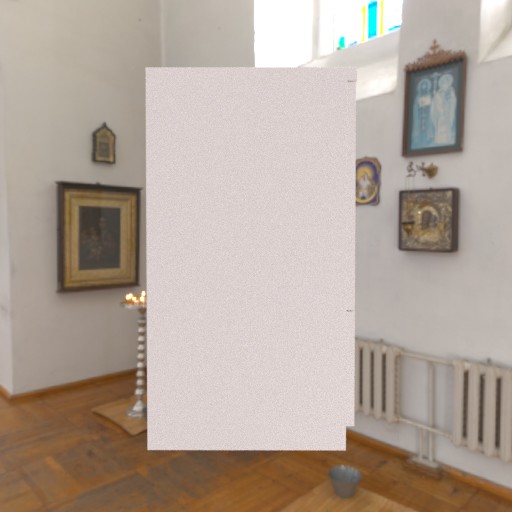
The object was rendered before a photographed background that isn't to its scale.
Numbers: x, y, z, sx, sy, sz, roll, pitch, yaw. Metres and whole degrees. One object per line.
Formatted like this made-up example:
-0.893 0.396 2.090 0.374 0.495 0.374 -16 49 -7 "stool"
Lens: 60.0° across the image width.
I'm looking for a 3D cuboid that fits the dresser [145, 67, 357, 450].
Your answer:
0.000 0.000 1.270 0.420 0.740 0.830 0 1 0 "dresser"
